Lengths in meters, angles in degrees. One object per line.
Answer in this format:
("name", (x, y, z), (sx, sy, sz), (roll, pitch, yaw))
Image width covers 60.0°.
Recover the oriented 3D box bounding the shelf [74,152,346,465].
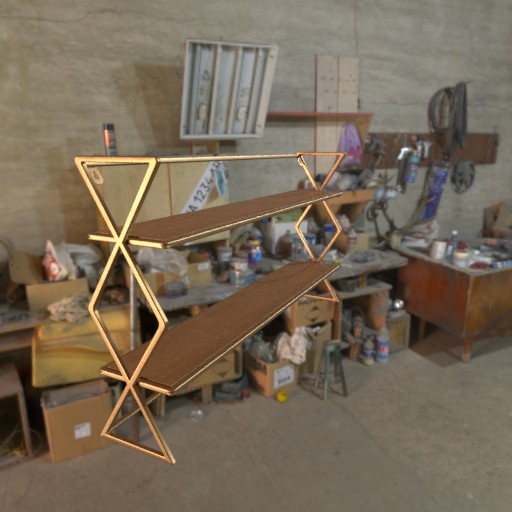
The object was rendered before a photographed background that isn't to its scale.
("shelf", (0.000, 0.000, 0.995), (0.150, 0.450, 0.822), (7, 15, 27))
